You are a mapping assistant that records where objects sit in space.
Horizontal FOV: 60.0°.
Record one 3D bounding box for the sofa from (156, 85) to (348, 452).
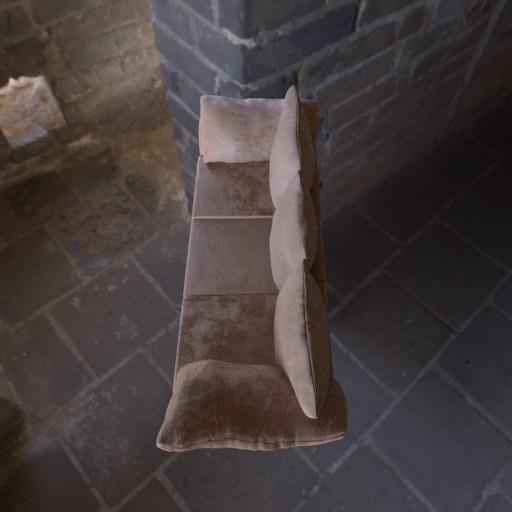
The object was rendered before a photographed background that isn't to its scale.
[{"bbox_3d":[0.000,0.000,2.817,0.893,0.981,2.377,1,59,0],"label":"sofa"}]
